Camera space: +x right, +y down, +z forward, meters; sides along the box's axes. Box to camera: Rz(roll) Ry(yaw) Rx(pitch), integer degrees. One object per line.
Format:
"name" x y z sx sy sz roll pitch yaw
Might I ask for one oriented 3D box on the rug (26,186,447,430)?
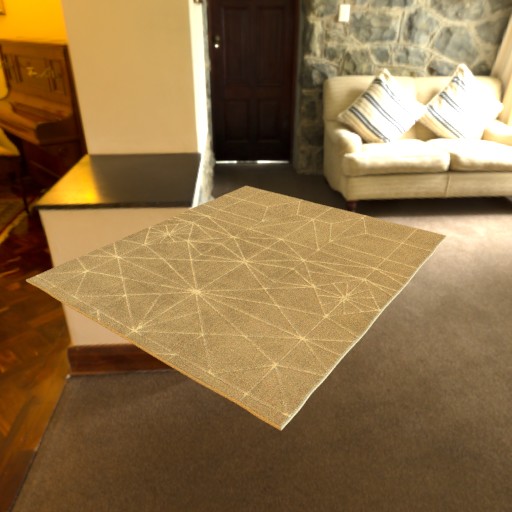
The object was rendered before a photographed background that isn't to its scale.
"rug" 0.000 0.000 0.868 0.548 0.006 0.639 19 33 32
